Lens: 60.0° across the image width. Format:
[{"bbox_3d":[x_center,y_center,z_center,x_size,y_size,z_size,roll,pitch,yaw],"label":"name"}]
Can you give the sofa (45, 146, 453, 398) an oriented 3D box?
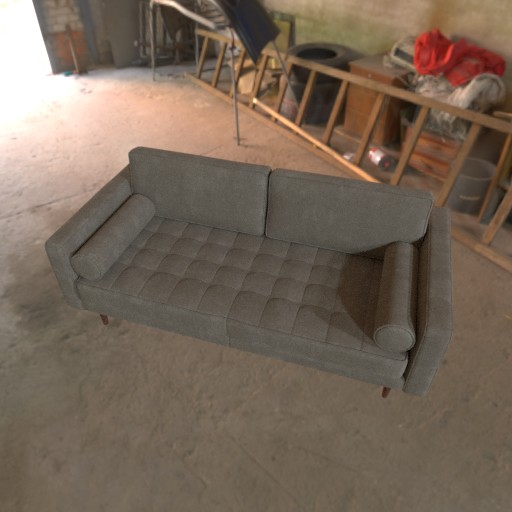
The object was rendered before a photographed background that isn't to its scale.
[{"bbox_3d":[0.000,0.000,2.313,1.883,0.769,0.920,11,42,13],"label":"sofa"}]
